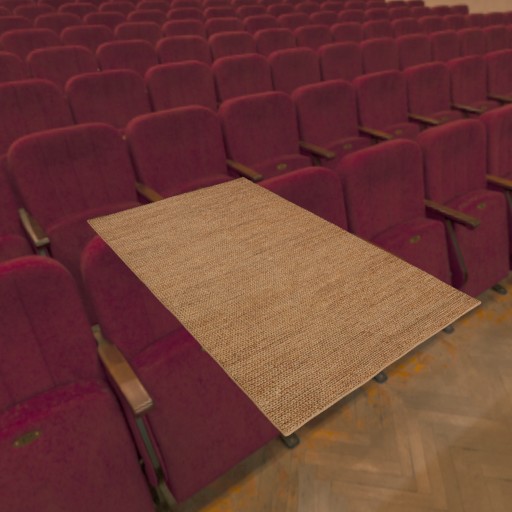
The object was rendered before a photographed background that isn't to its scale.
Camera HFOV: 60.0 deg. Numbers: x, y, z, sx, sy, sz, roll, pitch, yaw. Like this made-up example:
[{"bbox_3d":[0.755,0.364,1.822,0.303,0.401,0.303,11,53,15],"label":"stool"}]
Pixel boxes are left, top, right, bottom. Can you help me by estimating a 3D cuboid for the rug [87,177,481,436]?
[{"bbox_3d":[0.000,0.000,3.069,1.521,0.034,2.438,-22,38,-31],"label":"rug"}]
